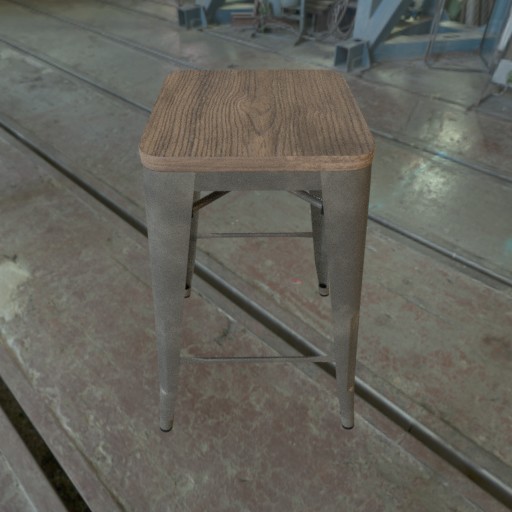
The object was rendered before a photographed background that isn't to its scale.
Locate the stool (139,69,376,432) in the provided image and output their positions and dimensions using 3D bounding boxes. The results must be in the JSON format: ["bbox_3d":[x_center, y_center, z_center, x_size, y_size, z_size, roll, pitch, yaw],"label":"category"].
[{"bbox_3d":[0.000,0.000,0.874,0.407,0.607,0.407,-1,41,-1],"label":"stool"}]
